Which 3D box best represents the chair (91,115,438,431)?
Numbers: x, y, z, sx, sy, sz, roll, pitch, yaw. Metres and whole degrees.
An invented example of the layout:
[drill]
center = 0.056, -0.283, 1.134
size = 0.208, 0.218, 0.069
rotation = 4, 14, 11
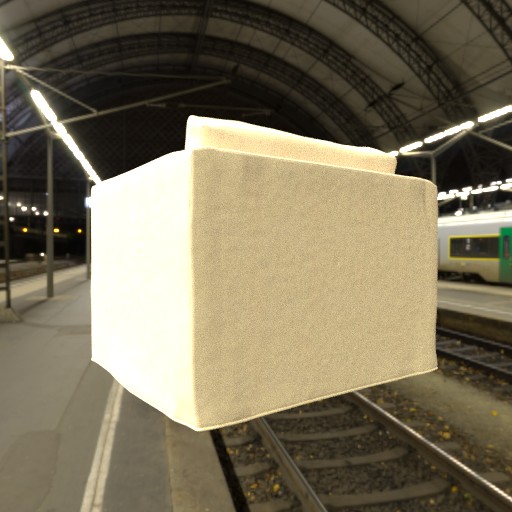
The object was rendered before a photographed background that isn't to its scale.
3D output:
[chair]
center = 0.000, 0.000, 1.738
size = 1.057, 0.851, 0.947
rotation = -1, 1, -35
